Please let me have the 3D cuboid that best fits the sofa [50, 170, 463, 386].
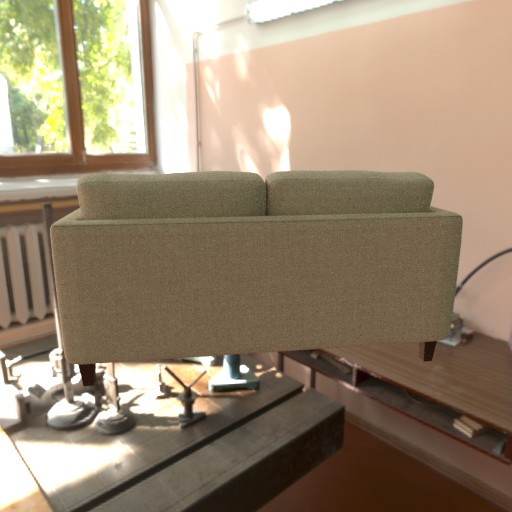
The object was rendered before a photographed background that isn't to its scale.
[{"bbox_3d":[0.000,0.000,2.464,1.884,0.963,0.950,-2,14,-8],"label":"sofa"}]
